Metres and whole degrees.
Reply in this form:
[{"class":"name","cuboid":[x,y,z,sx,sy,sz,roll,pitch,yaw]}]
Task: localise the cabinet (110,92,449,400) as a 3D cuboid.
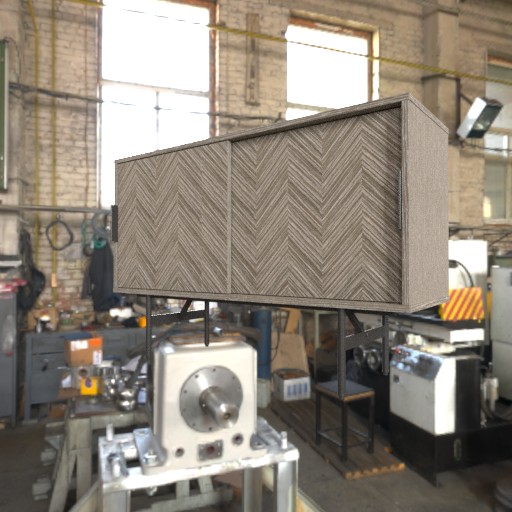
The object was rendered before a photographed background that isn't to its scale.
[{"class":"cabinet","cuboid":[0.000,0.000,1.570,1.194,0.787,0.405,-1,-1,37]}]
